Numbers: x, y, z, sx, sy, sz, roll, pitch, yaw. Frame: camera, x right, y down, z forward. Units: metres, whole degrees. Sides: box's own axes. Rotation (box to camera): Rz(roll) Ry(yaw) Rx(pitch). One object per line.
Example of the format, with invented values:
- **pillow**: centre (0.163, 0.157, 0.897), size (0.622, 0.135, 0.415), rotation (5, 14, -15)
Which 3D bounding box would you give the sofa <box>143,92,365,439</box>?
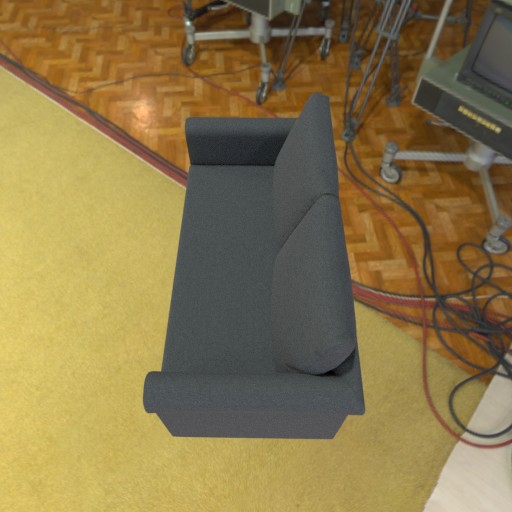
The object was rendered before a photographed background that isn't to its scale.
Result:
- **sofa**: centre (0.000, 0.000, 2.006), size (0.741, 0.872, 1.460), rotation (1, 56, 0)
